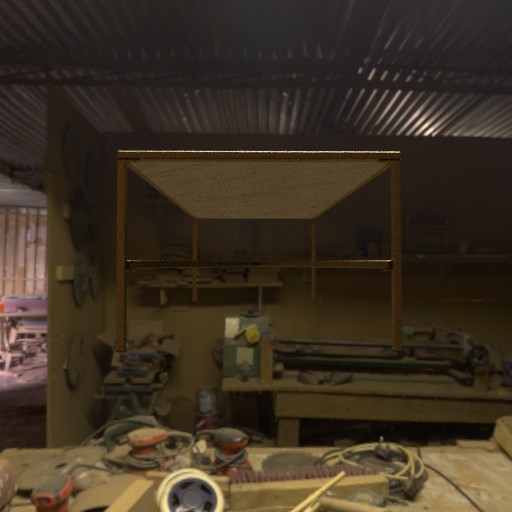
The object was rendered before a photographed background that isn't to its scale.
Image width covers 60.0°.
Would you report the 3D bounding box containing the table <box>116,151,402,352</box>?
[{"bbox_3d":[0.000,0.000,1.492,0.577,0.405,1.197,0,-1,-1],"label":"table"}]
